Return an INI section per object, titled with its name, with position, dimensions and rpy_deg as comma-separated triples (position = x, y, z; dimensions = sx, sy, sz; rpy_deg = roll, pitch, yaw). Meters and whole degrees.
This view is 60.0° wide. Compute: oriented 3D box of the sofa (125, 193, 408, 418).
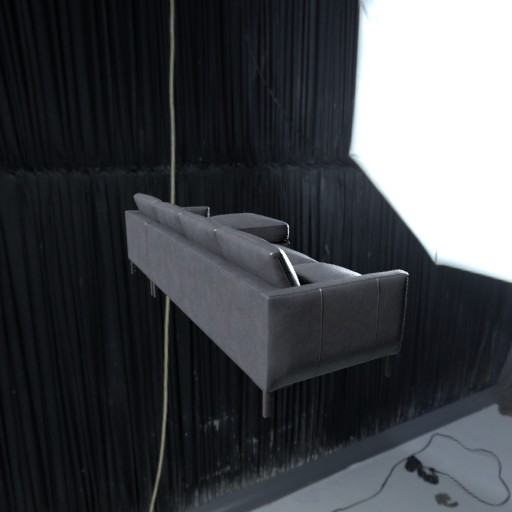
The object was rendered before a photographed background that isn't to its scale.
[sofa]
position = 0.000, 0.000, 3.655
dimensions = 1.471, 0.859, 2.993
rpy_deg = -8, 16, -27
